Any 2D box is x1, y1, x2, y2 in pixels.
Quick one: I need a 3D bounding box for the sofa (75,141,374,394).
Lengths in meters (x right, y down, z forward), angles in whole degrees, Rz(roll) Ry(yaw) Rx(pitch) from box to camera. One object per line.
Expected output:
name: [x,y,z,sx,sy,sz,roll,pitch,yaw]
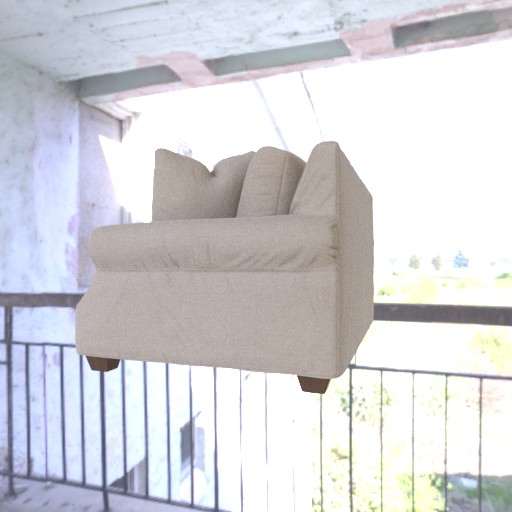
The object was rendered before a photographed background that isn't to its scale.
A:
sofa: [0.000,0.000,2.247,1.070,0.905,1.550,0,0,19]
